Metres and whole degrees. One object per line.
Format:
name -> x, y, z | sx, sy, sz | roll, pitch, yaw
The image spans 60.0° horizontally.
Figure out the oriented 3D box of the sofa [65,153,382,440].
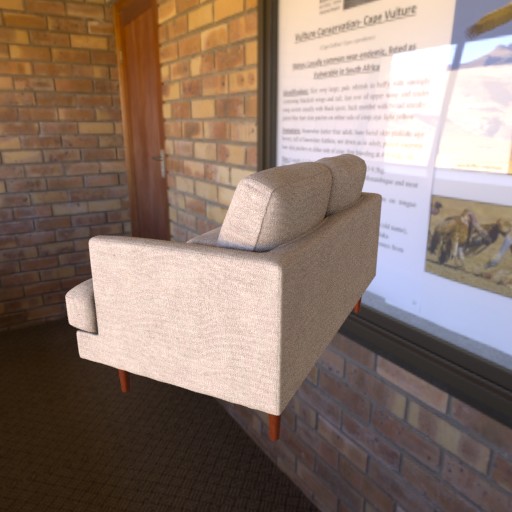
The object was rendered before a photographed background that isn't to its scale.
sofa -> 0.000, 0.000, 2.178 | 0.903, 0.944, 1.582 | 8, 18, 25
